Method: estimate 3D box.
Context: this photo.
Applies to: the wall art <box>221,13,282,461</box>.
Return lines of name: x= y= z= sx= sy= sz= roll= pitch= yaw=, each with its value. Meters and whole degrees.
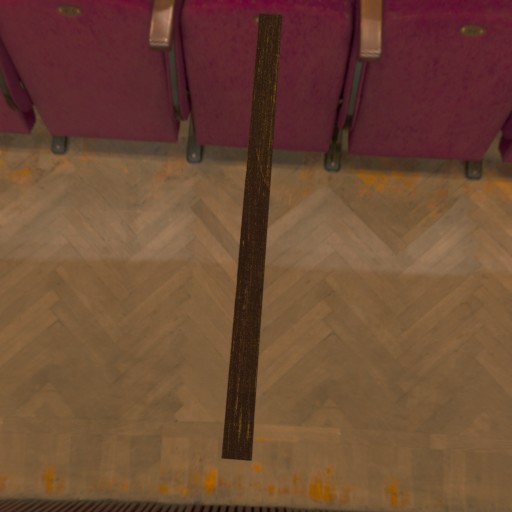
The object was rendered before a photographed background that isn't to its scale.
wall art: x=0.000 y=0.000 z=0.750 sx=0.032 sy=0.457 sz=0.558 roll=4 pitch=75 yaw=1
